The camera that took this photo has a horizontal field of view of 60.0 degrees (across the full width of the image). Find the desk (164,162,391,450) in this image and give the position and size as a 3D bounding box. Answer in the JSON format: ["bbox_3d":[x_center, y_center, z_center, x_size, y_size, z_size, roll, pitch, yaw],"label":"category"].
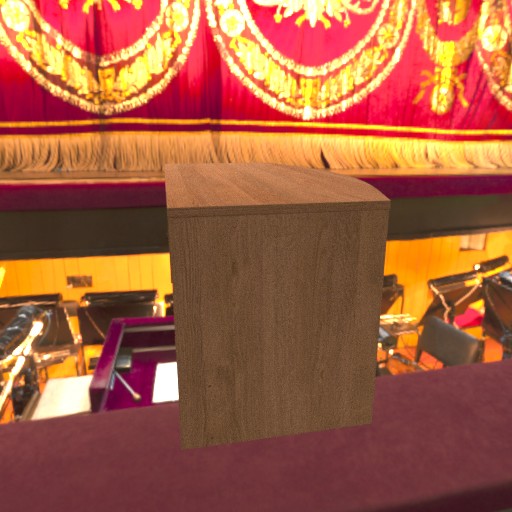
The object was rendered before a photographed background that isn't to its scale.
[{"bbox_3d":[0.000,0.000,2.092,0.802,0.752,1.600,-3,16,-11],"label":"desk"}]
